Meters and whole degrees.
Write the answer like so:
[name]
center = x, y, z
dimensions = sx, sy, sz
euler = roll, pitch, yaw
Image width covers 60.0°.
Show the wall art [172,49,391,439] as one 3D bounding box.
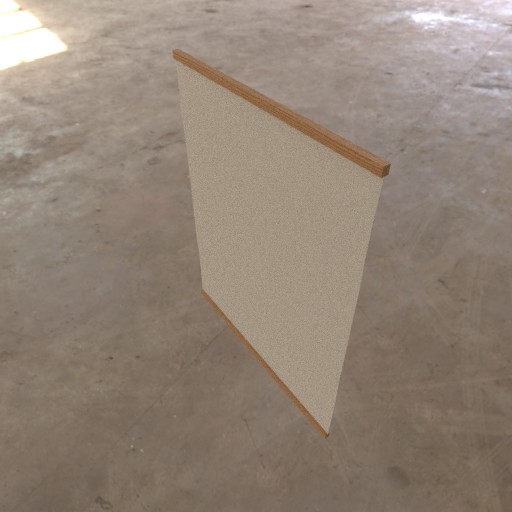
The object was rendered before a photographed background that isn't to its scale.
[wall art]
center = 0.000, 0.000, 0.685
dimensions = 0.010, 0.507, 0.404
euler = -25, 47, -26
